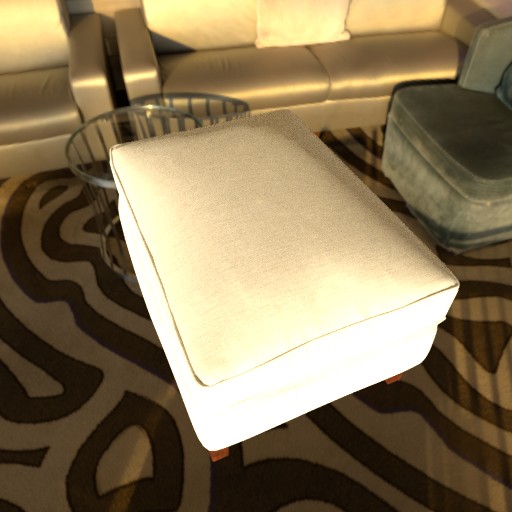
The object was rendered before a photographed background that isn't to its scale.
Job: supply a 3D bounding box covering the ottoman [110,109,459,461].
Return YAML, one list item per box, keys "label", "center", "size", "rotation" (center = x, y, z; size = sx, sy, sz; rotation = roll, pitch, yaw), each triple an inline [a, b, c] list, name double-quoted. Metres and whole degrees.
- label: "ottoman"
  center: [0.000, 0.000, 0.965]
  size: [0.501, 0.406, 0.665]
  rotation: [-17, 49, -16]
